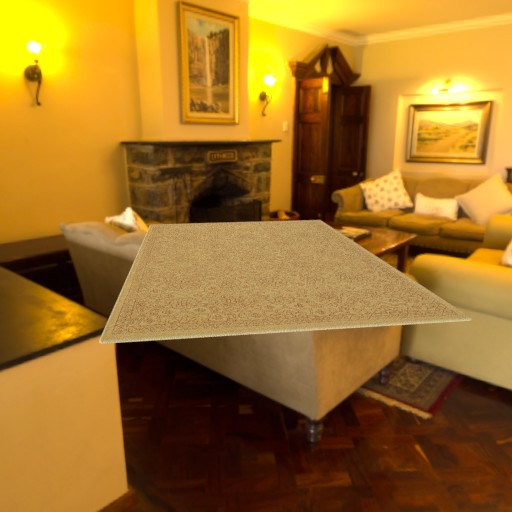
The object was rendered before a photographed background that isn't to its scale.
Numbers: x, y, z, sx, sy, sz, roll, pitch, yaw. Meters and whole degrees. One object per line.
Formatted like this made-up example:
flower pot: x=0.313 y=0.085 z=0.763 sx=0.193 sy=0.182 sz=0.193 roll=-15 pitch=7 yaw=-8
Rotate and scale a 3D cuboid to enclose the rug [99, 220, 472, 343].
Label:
rug: x=0.000 y=0.000 z=2.287 sx=1.219 sy=0.010 sz=1.829 roll=-2 pitch=15 yaw=-8
